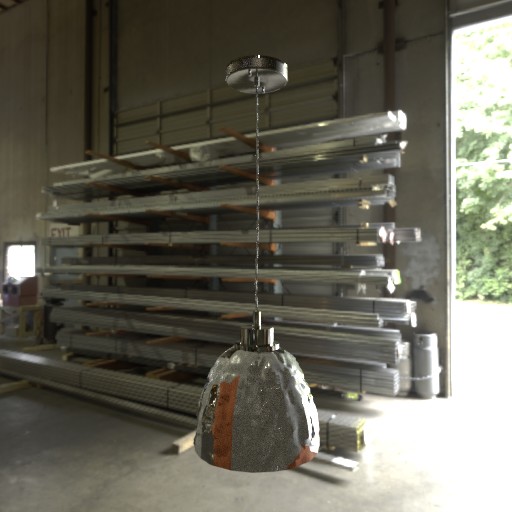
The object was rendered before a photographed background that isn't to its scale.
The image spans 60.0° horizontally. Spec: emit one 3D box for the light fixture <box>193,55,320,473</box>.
[{"bbox_3d":[0.000,0.000,1.787,0.500,1.511,0.496,0,-1,18],"label":"light fixture"}]
